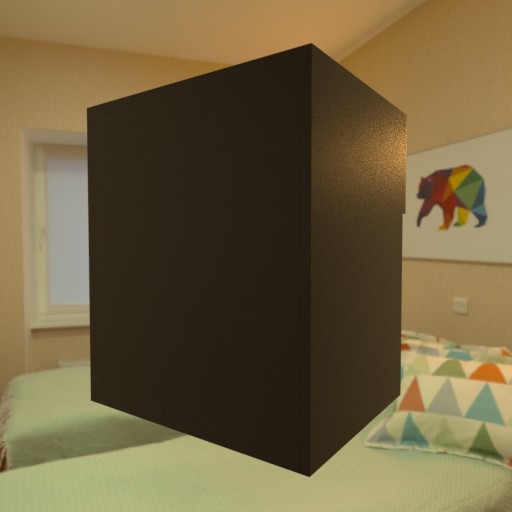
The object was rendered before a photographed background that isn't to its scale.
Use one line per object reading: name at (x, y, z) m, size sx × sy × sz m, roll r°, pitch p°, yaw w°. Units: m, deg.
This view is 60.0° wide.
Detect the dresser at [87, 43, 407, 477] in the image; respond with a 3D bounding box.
dresser at (0.000, 0.000, 0.739) m, size 0.400 × 0.470 × 0.360 m, roll 1°, pitch 3°, yaw 35°
